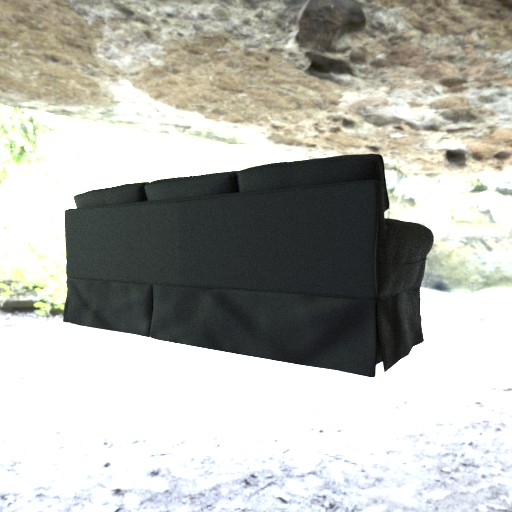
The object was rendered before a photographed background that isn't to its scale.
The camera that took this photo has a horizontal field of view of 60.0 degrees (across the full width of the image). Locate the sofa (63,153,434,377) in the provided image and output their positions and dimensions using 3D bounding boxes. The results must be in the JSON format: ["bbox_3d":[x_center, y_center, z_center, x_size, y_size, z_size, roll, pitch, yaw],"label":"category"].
[{"bbox_3d":[0.000,0.000,3.290,2.518,1.039,1.637,1,1,36],"label":"sofa"}]
